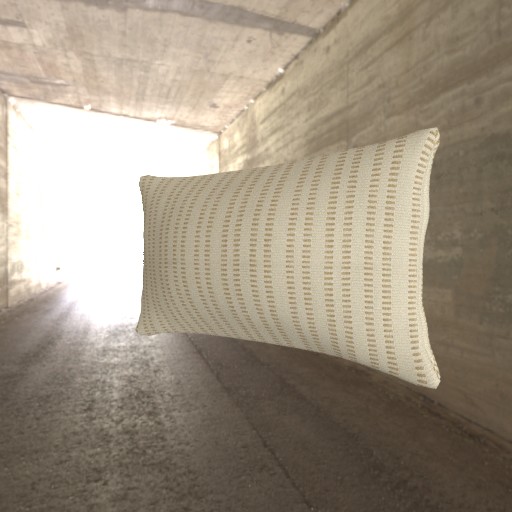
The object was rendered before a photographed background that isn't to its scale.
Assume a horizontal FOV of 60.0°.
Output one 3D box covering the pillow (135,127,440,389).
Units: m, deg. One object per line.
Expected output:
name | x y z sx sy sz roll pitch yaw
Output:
pillow | 0.000 0.000 0.795 0.640 0.353 0.210 0 1 37
